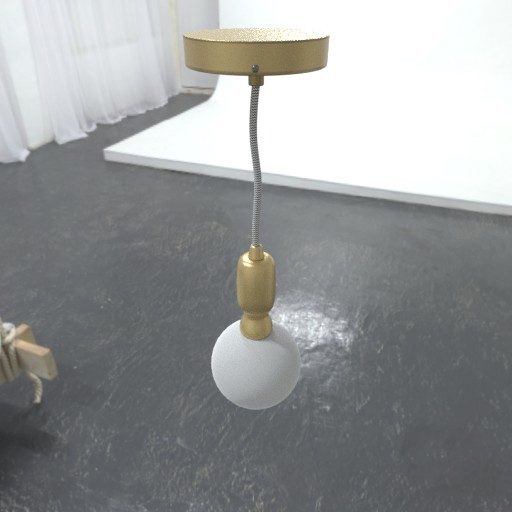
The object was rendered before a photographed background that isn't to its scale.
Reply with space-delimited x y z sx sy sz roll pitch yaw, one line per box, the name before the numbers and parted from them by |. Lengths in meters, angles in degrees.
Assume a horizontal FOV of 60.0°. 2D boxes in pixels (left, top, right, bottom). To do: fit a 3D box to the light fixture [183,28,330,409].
light fixture | 0.000 0.000 0.567 0.147 0.510 0.146 0 31 1
